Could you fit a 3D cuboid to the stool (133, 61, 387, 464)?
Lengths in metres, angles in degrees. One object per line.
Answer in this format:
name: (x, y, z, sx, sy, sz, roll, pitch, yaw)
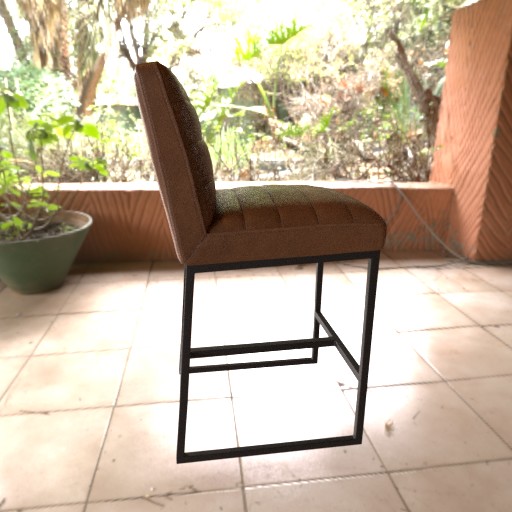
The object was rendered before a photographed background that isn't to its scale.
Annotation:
stool: (0.000, 0.000, 1.217, 0.556, 0.940, 0.458, -2, 17, -8)
